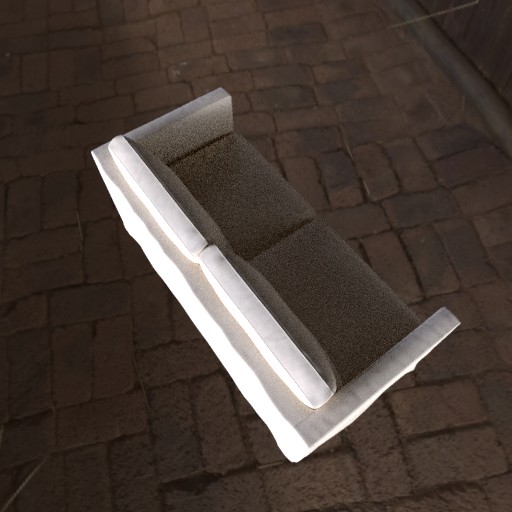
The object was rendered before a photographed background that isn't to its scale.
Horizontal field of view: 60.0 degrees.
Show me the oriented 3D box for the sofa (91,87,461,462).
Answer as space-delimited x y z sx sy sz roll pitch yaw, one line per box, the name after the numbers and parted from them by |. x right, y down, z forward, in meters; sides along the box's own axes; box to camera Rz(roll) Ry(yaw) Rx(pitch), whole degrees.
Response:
0.000 0.000 2.534 0.940 0.870 1.987 -33 66 -17 | sofa
